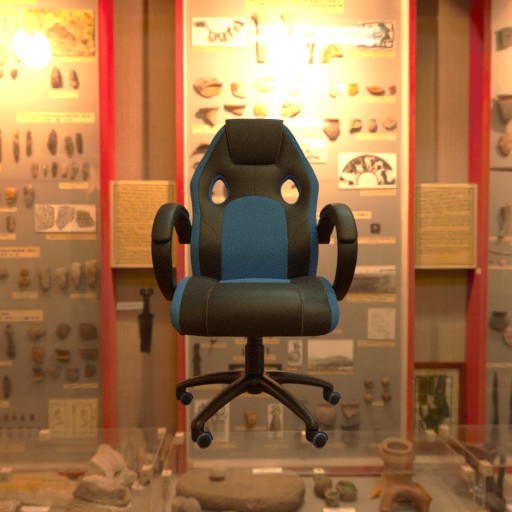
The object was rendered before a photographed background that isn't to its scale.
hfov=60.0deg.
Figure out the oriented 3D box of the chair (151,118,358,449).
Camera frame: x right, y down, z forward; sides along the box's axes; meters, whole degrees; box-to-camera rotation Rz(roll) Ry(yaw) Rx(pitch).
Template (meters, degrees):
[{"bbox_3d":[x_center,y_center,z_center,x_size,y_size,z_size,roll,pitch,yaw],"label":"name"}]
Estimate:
[{"bbox_3d":[0.000,0.000,1.659,0.673,1.187,0.724,0,2,0],"label":"chair"}]
